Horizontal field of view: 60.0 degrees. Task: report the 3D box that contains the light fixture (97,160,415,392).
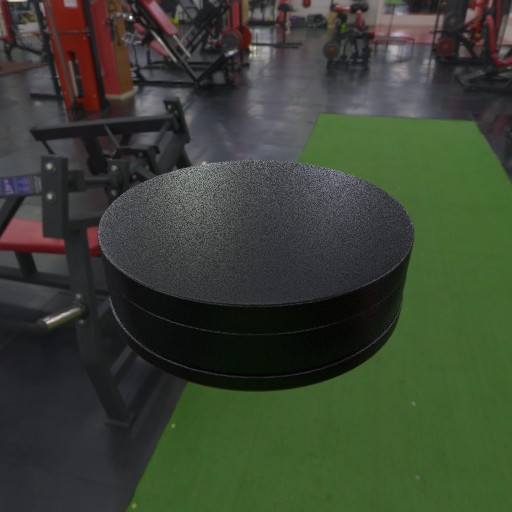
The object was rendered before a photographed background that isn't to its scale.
[{"bbox_3d":[0.000,0.000,0.434,0.283,0.097,0.283,0,32,0],"label":"light fixture"}]
